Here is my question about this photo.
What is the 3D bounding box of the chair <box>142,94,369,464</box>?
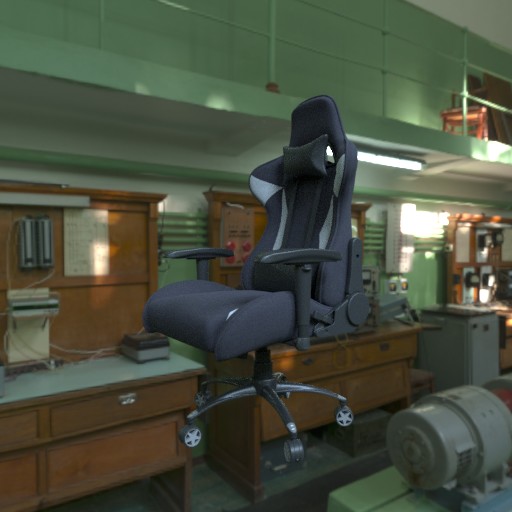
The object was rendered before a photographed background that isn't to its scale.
[{"bbox_3d":[0.000,0.000,1.678,0.695,1.300,0.730,-1,2,-35],"label":"chair"}]
